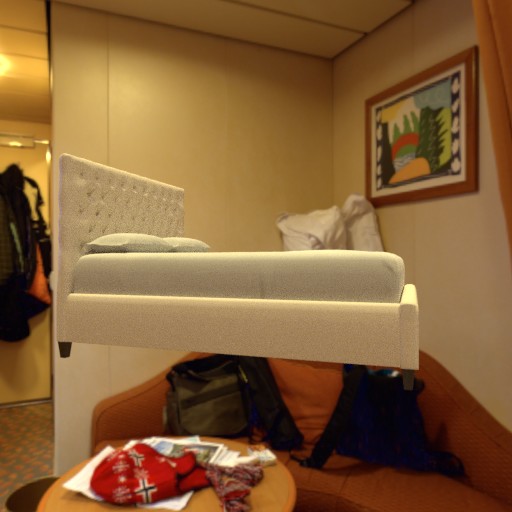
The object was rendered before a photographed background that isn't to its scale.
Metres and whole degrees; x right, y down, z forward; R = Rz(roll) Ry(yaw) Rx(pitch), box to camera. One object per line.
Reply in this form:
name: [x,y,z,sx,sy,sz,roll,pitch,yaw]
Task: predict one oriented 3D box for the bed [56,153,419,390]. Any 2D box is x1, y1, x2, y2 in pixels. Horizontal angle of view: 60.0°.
bed: [0.000,0.000,3.488,2.387,1.427,1.698,0,0,19]
